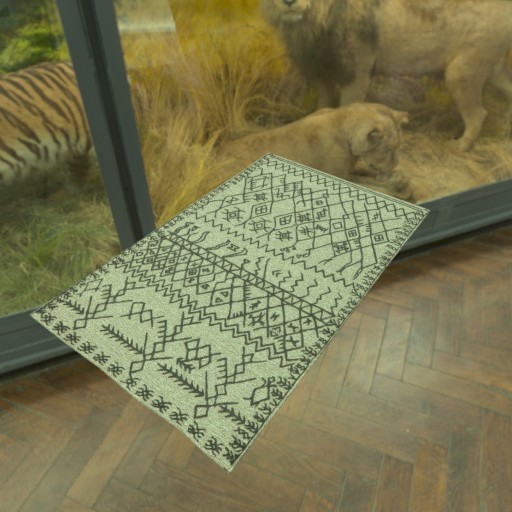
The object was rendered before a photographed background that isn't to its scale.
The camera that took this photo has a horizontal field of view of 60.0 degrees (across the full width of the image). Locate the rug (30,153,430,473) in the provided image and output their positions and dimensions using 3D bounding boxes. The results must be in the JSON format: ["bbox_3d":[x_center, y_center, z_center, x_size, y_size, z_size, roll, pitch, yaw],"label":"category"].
[{"bbox_3d":[0.000,0.000,4.723,2.393,0.019,3.824,26,48,27],"label":"rug"}]
